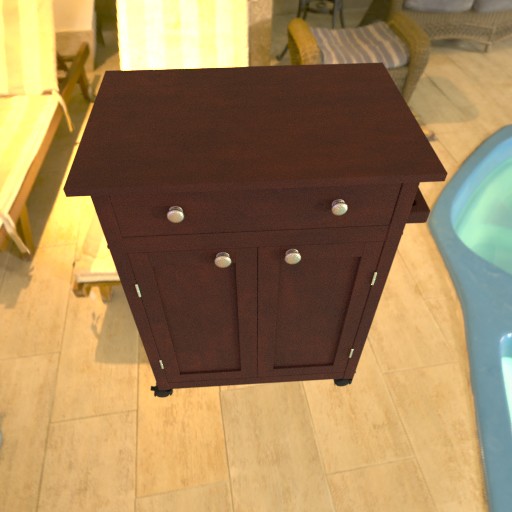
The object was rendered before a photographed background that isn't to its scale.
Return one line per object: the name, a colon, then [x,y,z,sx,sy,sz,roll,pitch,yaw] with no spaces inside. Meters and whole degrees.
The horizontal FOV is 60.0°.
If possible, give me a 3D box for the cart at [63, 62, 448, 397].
cart: [0.000,0.000,1.231,0.683,0.864,0.442,-3,48,-3]
